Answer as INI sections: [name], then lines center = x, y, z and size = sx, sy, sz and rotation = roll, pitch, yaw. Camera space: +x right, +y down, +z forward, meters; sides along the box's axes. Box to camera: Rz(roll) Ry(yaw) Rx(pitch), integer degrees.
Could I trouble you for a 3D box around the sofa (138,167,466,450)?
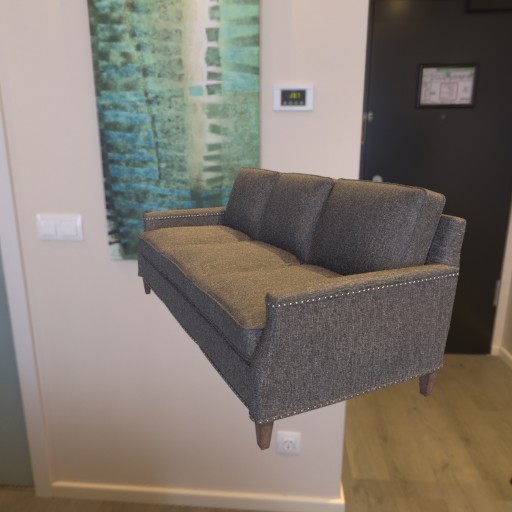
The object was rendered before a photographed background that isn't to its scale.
[sofa]
center = 0.000, 0.000, 2.786
size = 1.084, 1.003, 2.246
rotation = -7, 16, -25
